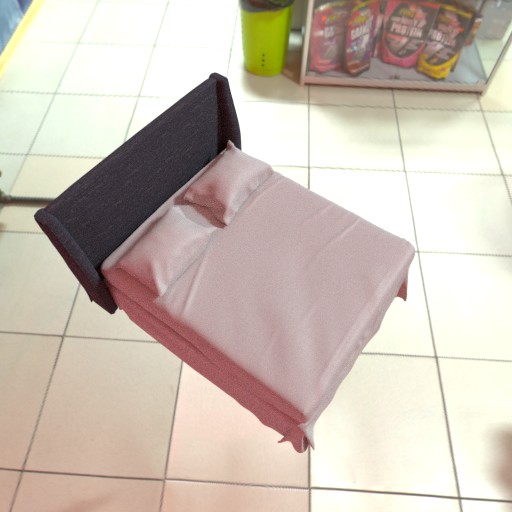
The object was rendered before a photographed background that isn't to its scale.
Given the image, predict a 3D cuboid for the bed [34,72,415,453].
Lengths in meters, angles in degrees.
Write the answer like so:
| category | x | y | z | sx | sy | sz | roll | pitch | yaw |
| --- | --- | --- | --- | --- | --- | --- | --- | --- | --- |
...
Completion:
| category | x | y | z | sx | sy | sz | roll | pitch | yaw |
| --- | --- | --- | --- | --- | --- | --- | --- | --- | --- |
| bed | 0.000 | 0.000 | 3.500 | 2.276 | 1.332 | 1.925 | 32 | 63 | 19 |
